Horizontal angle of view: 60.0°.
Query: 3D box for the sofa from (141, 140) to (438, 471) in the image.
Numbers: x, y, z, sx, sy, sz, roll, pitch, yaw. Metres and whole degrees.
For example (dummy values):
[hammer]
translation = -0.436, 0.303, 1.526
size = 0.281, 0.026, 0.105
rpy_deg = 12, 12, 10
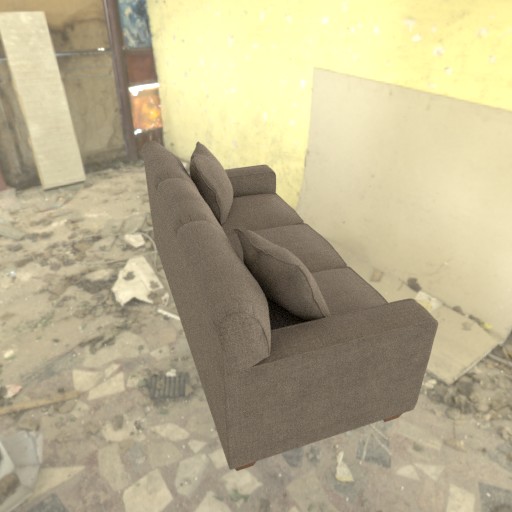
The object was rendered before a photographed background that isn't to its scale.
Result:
[sofa]
translation = 0.000, 0.000, 2.613
size = 0.997, 0.958, 2.024
rpy_deg = -11, 33, -17
